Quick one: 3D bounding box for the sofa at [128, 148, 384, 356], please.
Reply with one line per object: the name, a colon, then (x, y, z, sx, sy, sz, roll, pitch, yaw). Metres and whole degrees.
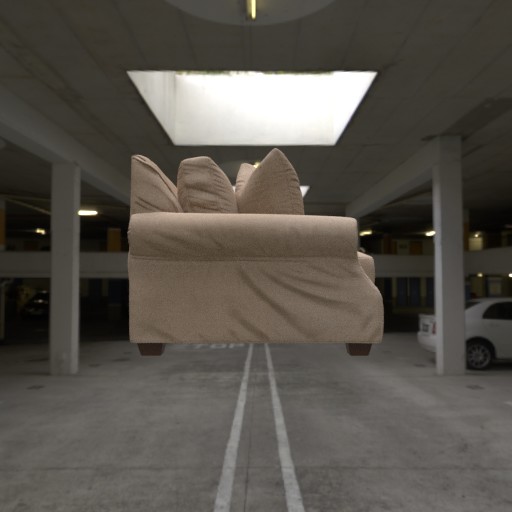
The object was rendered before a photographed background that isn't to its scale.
sofa: (0.000, 0.000, 2.879, 1.067, 0.904, 2.285, 0, -2, 0)
